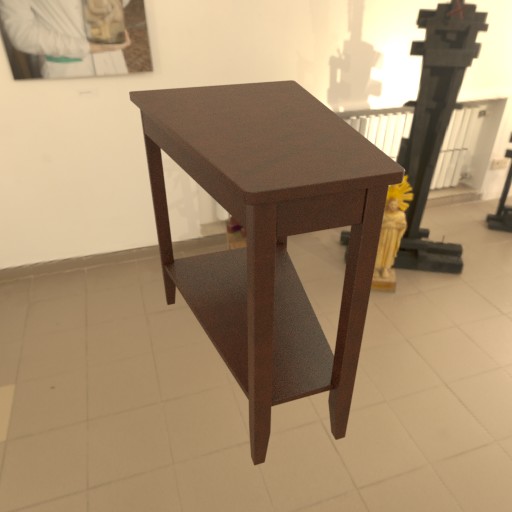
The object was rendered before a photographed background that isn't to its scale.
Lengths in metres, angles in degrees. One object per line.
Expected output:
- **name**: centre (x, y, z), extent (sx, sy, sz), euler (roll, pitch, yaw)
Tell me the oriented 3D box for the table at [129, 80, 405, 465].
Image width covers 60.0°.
- **table**: centre (0.000, 0.000, 0.963), extent (0.399, 0.589, 0.605), euler (-10, 34, -16)
